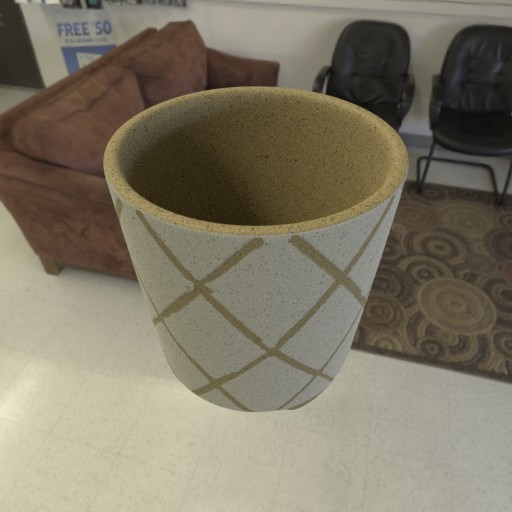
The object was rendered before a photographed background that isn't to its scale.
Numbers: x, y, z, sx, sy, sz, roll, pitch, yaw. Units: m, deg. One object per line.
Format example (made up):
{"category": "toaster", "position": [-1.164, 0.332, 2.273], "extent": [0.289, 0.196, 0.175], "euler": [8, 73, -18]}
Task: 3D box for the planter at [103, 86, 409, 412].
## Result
{"category": "planter", "position": [0.000, 0.000, 0.417], "extent": [0.228, 0.235, 0.228], "euler": [0, 42, 0]}
